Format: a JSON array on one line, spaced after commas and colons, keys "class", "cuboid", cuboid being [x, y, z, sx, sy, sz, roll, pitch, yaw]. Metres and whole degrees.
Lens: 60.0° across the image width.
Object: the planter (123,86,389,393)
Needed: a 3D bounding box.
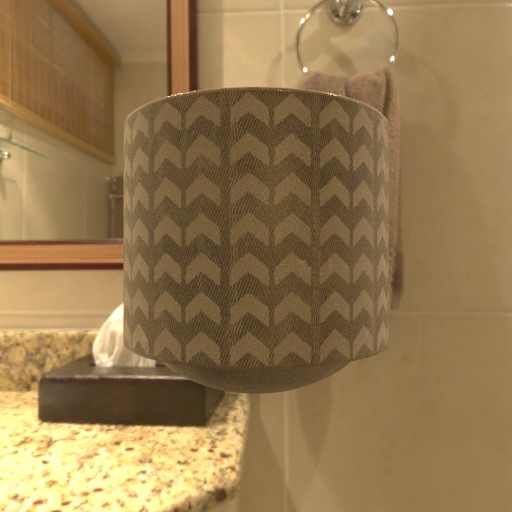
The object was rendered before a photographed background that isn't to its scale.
[{"class": "planter", "cuboid": [0.000, 0.000, 0.436, 0.250, 0.239, 0.250, 0, 0, 0]}]
